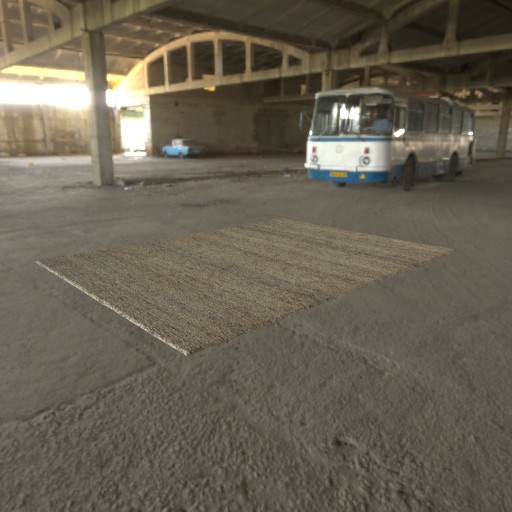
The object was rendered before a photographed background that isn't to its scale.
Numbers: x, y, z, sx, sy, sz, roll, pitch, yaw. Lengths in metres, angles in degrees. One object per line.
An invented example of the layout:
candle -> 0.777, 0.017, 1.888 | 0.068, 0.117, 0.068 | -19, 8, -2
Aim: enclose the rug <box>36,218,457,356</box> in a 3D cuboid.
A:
rug -> 0.000, 0.000, 4.201 | 3.199, 0.036, 2.414 | -14, 20, -41
